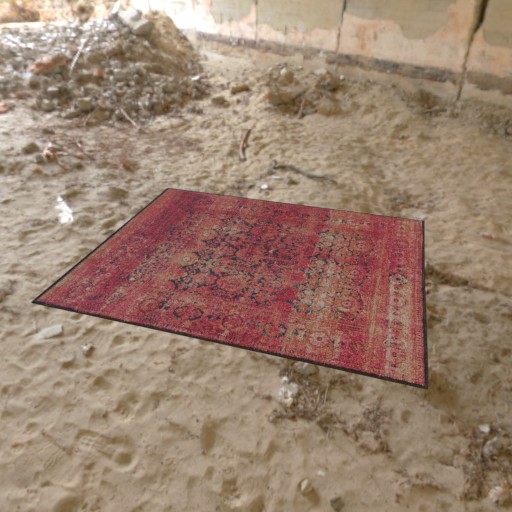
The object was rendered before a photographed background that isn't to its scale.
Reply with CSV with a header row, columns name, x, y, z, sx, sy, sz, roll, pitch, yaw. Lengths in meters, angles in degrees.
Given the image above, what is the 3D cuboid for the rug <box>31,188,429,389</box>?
name,x,y,z,sx,sy,sz,roll,pitch,yaw
rug,0.000,0.000,4.143,3.032,0.020,2.411,9,33,14
